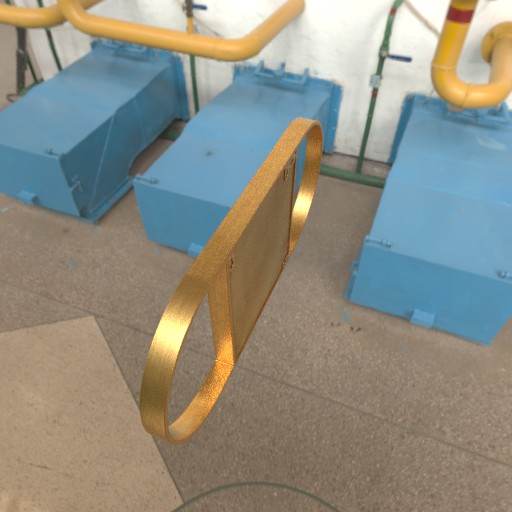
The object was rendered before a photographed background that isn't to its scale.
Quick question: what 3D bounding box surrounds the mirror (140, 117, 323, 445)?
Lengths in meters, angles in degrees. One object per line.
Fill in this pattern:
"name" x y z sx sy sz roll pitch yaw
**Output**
"mirror" 0.000 0.000 0.679 0.032 0.254 0.584 17 50 15
